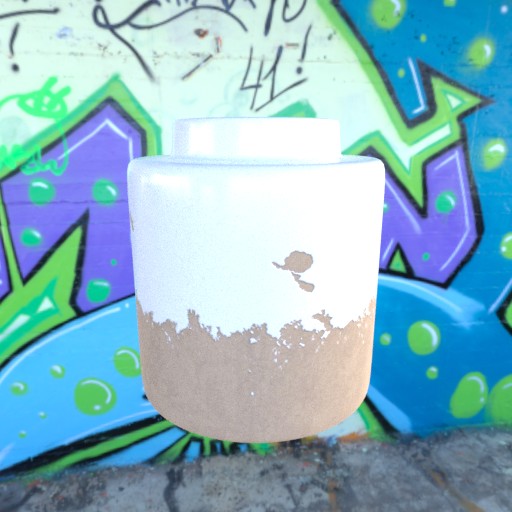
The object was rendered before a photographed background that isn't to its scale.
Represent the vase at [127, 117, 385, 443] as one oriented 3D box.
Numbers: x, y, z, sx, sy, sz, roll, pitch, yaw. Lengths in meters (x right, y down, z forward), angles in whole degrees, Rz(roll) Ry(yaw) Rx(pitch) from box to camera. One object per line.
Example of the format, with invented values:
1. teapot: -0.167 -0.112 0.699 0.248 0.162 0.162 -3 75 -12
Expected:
1. vase: 0.000 0.000 0.285 0.153 0.167 0.153 0 15 0
